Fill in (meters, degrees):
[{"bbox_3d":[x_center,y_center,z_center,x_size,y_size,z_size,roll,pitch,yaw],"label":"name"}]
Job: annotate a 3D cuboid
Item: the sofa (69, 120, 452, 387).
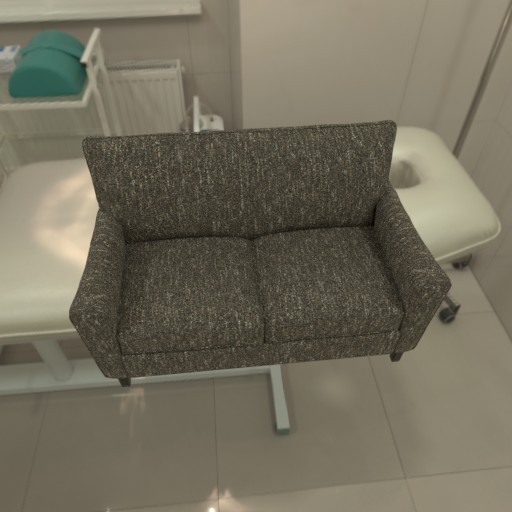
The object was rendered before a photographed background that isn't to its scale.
[{"bbox_3d":[0.000,0.000,2.107,1.519,0.946,0.801,-4,47,-4],"label":"sofa"}]
